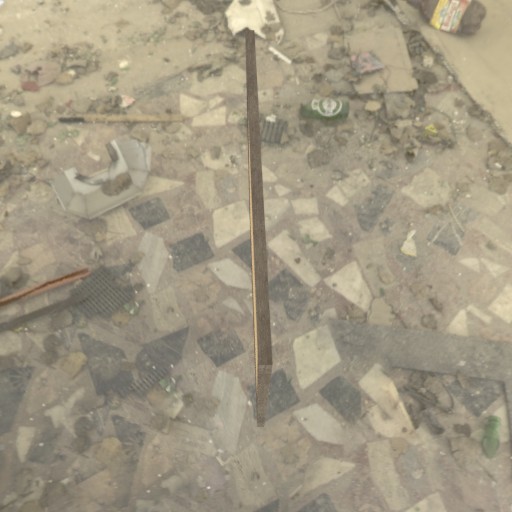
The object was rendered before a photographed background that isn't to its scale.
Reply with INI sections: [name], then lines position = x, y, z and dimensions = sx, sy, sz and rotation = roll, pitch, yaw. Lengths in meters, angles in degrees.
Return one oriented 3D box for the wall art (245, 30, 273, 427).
[wall art]
position = 0.000, 0.000, 0.702
dimensions = 0.013, 0.457, 0.457
rotation = -2, 62, -1
